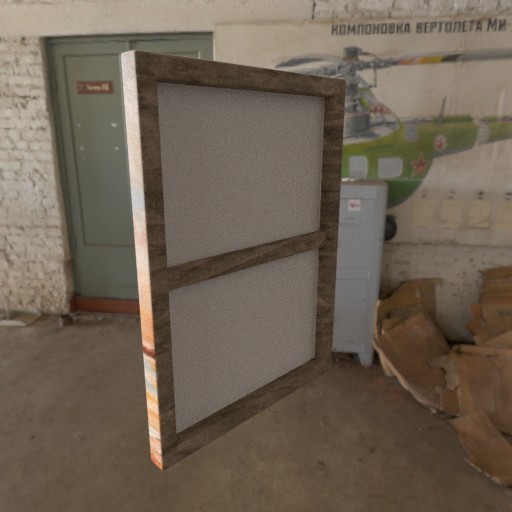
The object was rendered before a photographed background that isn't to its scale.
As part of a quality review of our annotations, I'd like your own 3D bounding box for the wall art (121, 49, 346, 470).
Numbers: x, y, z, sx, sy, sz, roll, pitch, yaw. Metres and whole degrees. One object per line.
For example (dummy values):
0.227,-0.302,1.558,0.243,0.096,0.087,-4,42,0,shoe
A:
0.000,0.000,0.771,0.443,0.605,0.035,-15,21,-43,wall art
